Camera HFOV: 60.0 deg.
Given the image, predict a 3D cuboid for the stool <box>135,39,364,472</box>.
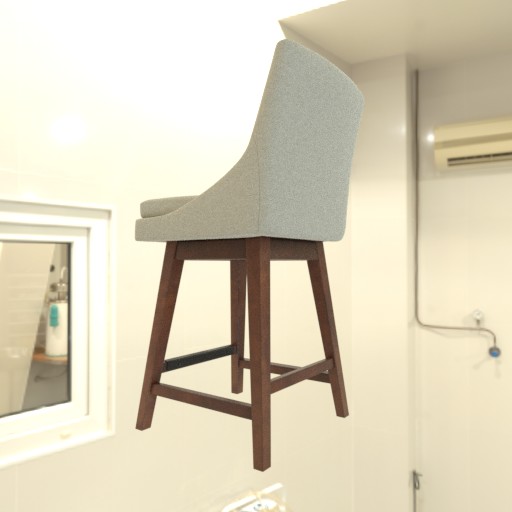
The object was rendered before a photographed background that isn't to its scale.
[{"bbox_3d":[0.000,0.000,1.315,0.559,0.991,0.469,-1,-1,36],"label":"stool"}]
